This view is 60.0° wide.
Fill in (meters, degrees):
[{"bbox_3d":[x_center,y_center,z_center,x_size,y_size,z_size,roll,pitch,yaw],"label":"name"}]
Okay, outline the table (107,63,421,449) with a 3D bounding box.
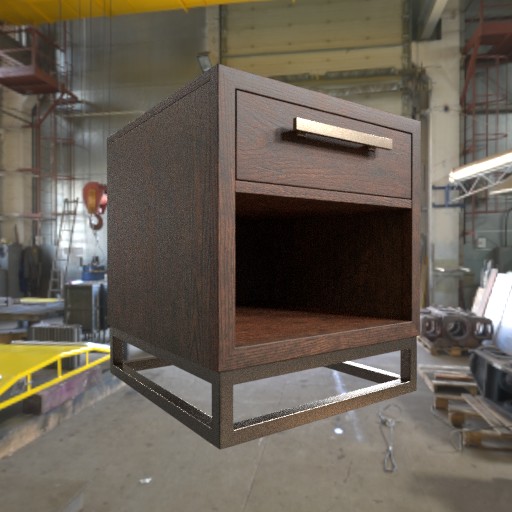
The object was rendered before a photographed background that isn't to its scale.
[{"bbox_3d":[0.000,0.000,1.018,0.506,0.582,0.566,0,1,-36],"label":"table"}]
